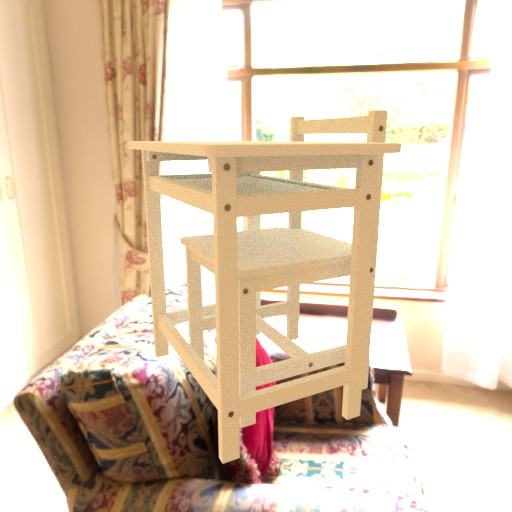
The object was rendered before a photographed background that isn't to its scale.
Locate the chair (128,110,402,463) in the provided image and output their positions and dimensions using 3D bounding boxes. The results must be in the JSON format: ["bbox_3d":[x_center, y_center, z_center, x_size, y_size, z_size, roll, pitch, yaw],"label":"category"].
[{"bbox_3d":[0.000,0.000,1.084,0.461,0.673,0.599,-8,17,-26],"label":"chair"}]
